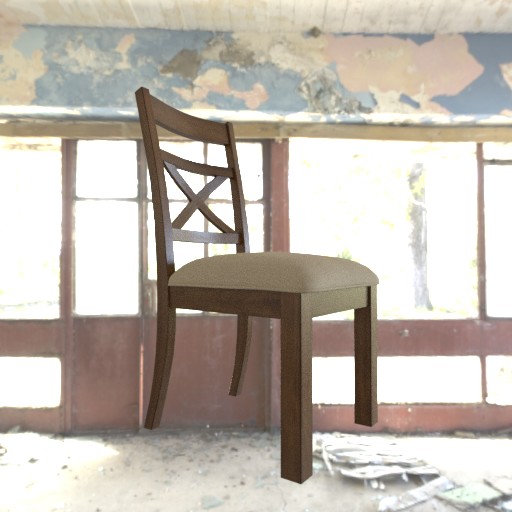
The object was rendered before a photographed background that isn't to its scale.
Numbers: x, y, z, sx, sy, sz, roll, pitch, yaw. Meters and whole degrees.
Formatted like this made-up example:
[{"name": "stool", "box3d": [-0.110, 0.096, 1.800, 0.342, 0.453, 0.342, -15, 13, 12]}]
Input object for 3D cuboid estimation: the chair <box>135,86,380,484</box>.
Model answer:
[{"name": "chair", "box3d": [0.000, 0.000, 1.255, 0.581, 0.949, 0.461, -1, -1, 36]}]
